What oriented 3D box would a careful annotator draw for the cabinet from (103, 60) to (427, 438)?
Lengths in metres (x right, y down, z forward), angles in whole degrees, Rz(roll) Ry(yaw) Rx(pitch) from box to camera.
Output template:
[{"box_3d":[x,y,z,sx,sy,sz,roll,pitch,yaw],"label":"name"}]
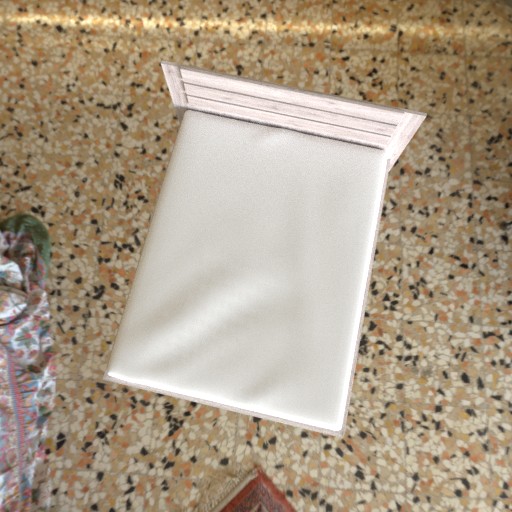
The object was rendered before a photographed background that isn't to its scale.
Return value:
[{"box_3d":[0.000,0.000,3.072,1.750,0.970,2.080,13,76,3],"label":"cabinet"}]
